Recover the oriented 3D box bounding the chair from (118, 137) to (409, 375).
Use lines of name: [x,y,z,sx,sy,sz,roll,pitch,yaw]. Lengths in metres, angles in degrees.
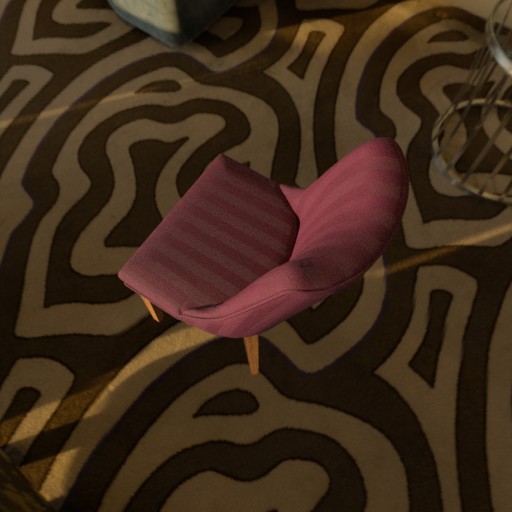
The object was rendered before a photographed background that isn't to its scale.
chair: [0.000,0.000,1.330,0.638,0.916,0.548,30,67,14]
